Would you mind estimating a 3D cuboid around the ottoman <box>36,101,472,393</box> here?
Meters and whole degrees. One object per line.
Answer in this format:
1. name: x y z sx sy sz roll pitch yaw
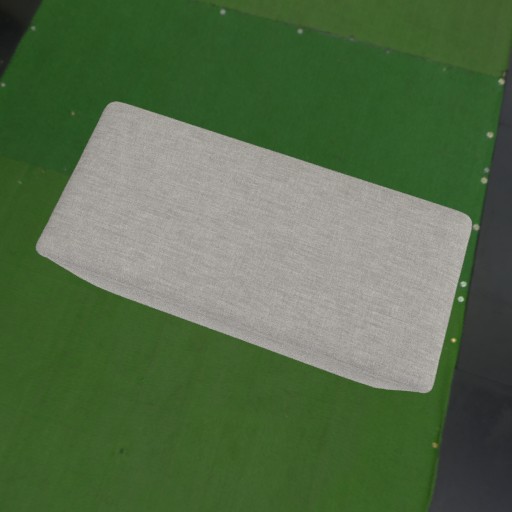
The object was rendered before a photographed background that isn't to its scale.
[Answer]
1. ottoman: 0.000 0.000 1.145 0.902 0.432 0.419 19 76 5
